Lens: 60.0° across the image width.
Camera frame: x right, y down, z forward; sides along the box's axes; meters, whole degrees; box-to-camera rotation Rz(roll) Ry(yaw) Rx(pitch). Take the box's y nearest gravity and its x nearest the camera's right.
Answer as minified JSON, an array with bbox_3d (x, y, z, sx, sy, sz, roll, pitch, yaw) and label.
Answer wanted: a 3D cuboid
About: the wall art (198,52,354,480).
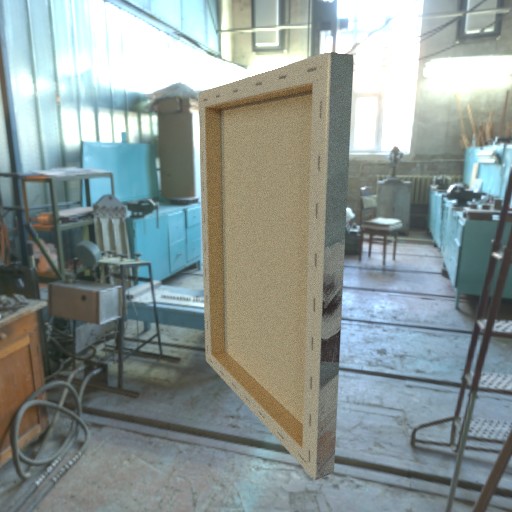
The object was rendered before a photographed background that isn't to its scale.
[{"bbox_3d":[0.000,0.000,0.812,0.037,0.613,0.455,-7,15,-27],"label":"wall art"}]
